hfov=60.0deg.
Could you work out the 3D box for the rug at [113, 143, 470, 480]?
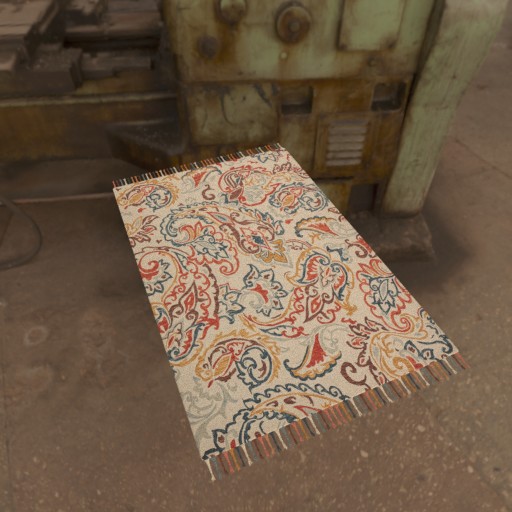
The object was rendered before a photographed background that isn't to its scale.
[{"bbox_3d":[0.000,0.000,2.421,1.218,0.010,1.997,-17,48,-16],"label":"rug"}]
